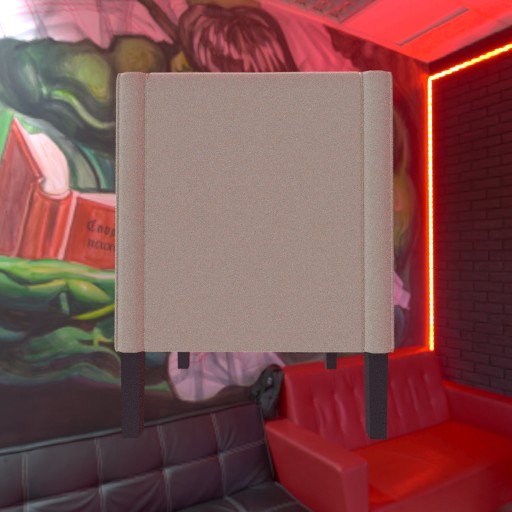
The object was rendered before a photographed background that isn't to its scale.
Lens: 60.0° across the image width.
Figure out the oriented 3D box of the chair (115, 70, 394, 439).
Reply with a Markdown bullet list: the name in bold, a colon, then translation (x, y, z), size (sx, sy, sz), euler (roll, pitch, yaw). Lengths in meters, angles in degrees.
- **chair**: translation (0.000, 0.000, 1.447), size (0.689, 0.886, 0.806), euler (0, -1, 1)
